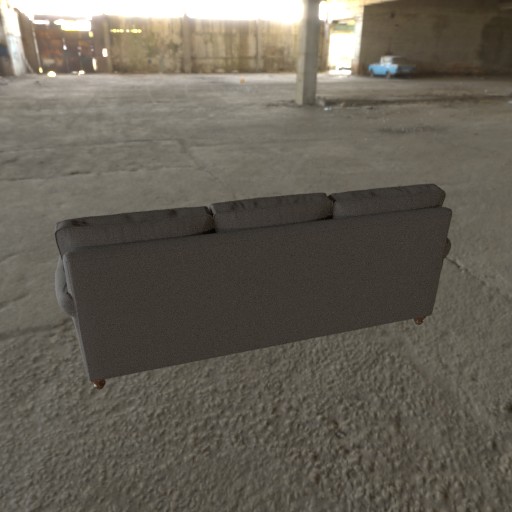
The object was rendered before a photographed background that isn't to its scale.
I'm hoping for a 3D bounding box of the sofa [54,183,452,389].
[{"bbox_3d":[0.000,0.000,2.868,2.353,0.948,0.966,-8,26,-16],"label":"sofa"}]
